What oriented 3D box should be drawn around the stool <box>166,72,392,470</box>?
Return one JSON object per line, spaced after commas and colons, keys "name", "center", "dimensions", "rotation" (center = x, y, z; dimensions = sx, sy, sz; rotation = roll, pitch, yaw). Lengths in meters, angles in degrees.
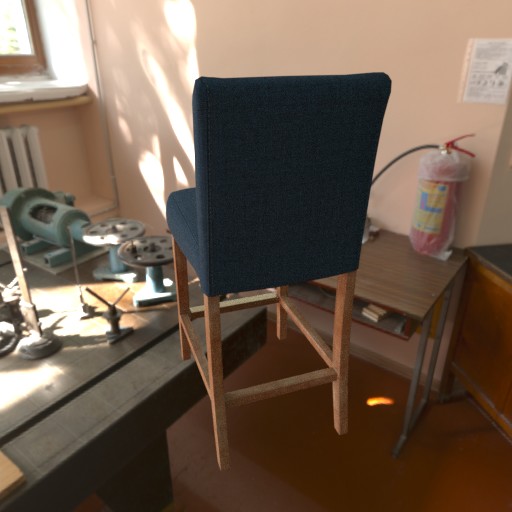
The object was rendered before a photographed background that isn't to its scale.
{"name": "stool", "center": [0.000, 0.000, 1.328], "dimensions": [0.454, 1.039, 0.567], "rotation": [-9, 27, -17]}
